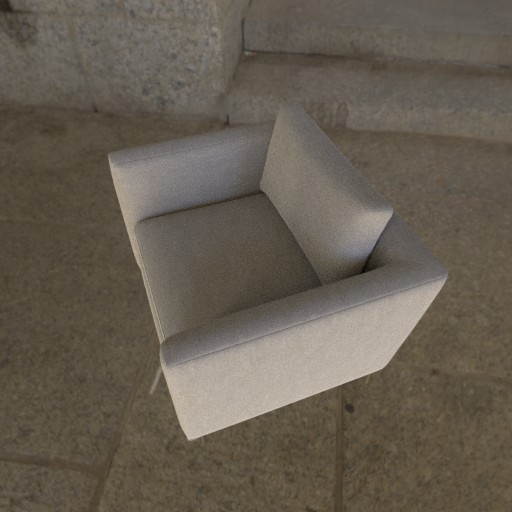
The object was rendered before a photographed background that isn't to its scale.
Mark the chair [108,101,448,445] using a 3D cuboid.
[{"bbox_3d":[0.000,0.000,1.725,0.889,0.864,1.041,-16,49,-14],"label":"chair"}]
